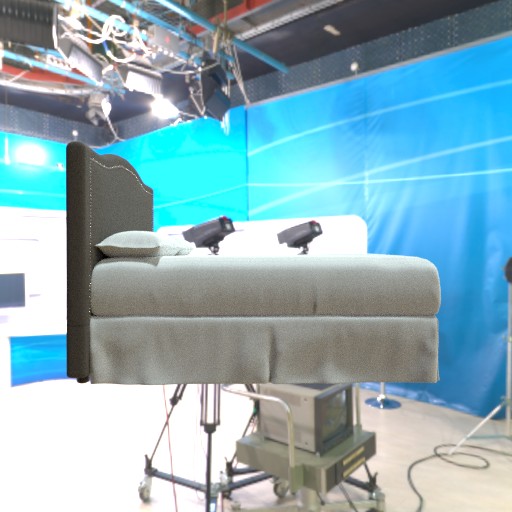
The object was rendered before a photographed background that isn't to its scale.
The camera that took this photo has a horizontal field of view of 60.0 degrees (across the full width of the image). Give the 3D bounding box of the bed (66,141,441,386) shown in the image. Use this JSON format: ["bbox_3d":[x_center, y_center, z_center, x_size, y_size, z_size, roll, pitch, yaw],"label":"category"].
[{"bbox_3d":[0.000,0.000,3.158,2.036,1.387,1.666,0,0,-1],"label":"bed"}]
